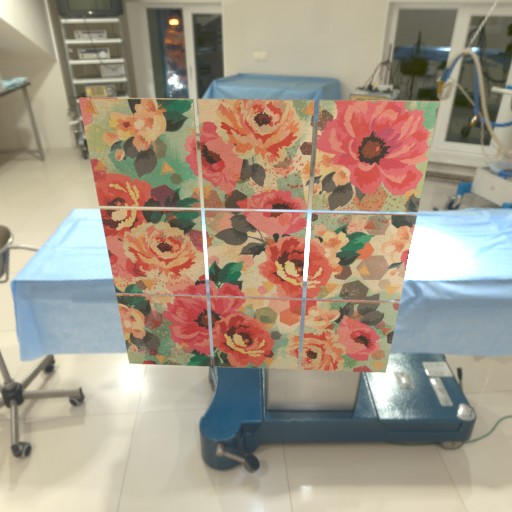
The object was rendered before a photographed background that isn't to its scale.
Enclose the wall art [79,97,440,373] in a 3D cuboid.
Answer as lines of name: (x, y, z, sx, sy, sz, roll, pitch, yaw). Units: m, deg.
wall art: (0.000, 0.000, 1.800, 1.216, 1.220, 0.013, 1, 30, 2)
